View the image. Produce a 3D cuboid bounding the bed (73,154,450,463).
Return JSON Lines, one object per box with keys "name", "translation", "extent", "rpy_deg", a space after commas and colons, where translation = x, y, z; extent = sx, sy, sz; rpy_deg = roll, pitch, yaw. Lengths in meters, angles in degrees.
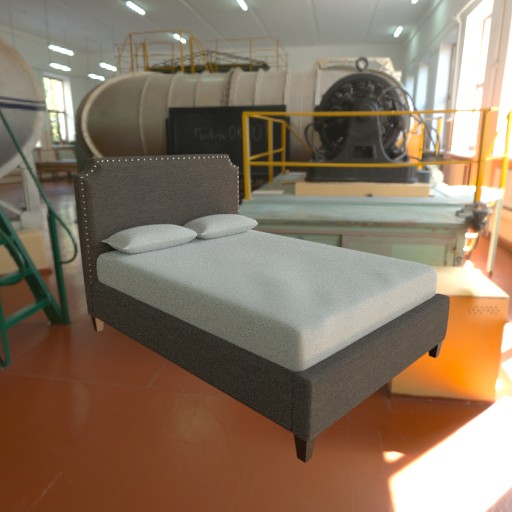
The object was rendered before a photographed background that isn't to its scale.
{"name": "bed", "translation": [0.000, 0.000, 3.421], "extent": [2.381, 1.457, 1.713], "rpy_deg": [14, 20, 43]}
